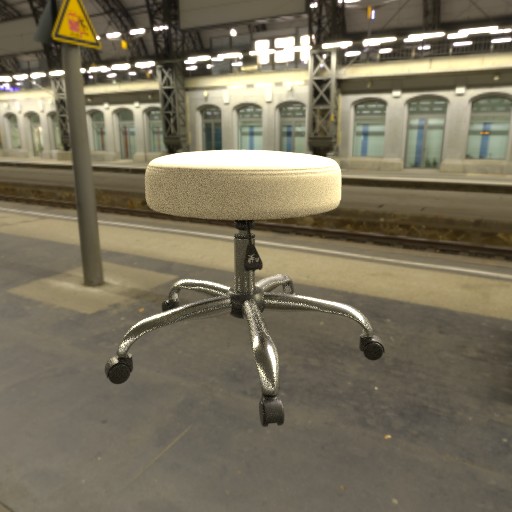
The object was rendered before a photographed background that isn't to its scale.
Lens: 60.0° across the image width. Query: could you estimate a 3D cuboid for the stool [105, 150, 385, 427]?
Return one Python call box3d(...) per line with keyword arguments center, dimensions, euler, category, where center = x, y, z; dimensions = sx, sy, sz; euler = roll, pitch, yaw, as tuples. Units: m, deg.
box3d(center=(0.000, 0.000, 1.039), dimensions=(0.614, 0.482, 0.634), euler=(2, 15, 8), category="stool")
